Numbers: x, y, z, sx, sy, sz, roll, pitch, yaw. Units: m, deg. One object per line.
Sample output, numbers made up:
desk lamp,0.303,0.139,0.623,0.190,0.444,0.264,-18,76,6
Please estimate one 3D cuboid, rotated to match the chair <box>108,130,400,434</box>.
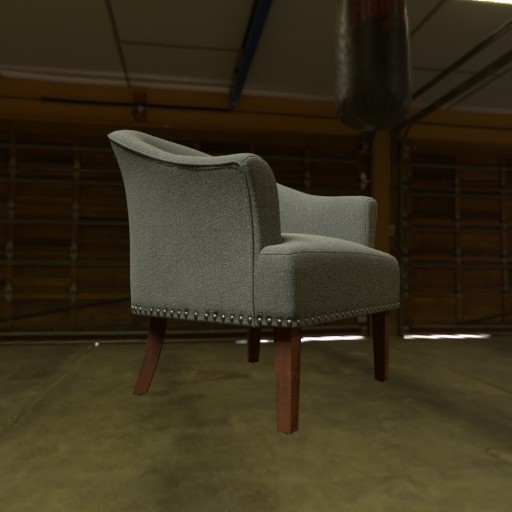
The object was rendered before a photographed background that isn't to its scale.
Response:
chair,0.000,0.000,1.408,0.704,0.815,0.798,-2,-3,36
